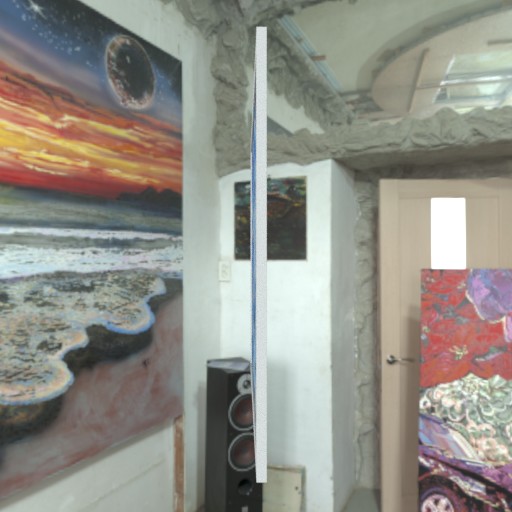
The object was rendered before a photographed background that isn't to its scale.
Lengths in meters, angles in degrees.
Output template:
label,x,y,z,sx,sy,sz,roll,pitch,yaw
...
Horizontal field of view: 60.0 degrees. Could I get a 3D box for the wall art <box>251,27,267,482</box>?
label,x,y,z,sx,sy,sz,roll,pitch,yaw
wall art,0.000,0.000,0.972,0.015,0.660,0.660,0,-1,-1
